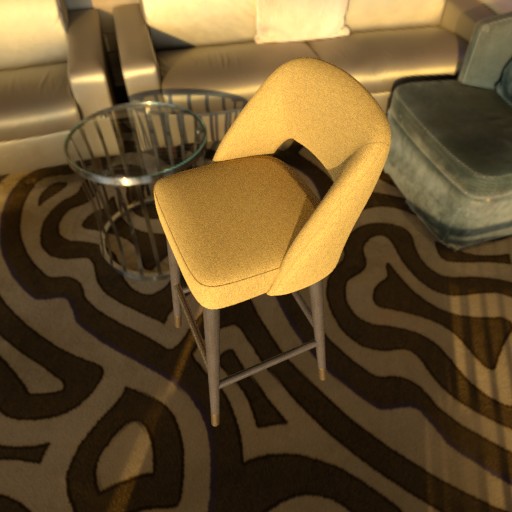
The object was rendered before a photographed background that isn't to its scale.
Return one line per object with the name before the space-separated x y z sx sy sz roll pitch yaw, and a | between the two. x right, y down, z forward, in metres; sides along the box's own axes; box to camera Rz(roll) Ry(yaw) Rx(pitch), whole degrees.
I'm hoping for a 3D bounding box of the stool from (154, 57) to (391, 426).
stool | 0.000 0.000 1.350 0.522 1.032 0.536 -18 49 -16
